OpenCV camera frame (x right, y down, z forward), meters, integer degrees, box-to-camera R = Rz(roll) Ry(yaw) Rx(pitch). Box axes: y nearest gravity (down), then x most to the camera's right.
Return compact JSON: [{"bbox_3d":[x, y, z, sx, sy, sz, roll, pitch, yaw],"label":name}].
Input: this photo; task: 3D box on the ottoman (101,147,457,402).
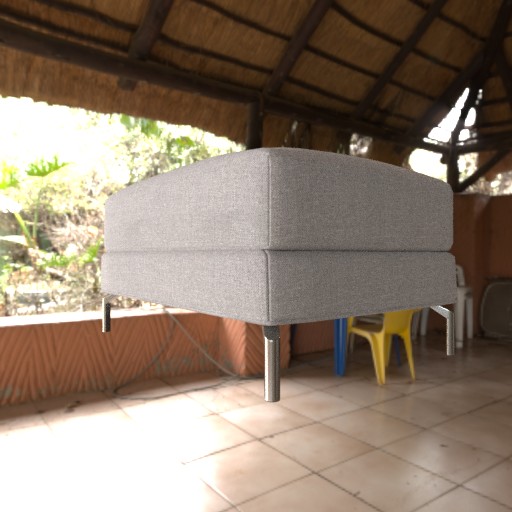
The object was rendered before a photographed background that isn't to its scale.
[{"bbox_3d":[0.000,0.000,1.182,0.584,0.457,0.838,0,0,-37],"label":"ottoman"}]
